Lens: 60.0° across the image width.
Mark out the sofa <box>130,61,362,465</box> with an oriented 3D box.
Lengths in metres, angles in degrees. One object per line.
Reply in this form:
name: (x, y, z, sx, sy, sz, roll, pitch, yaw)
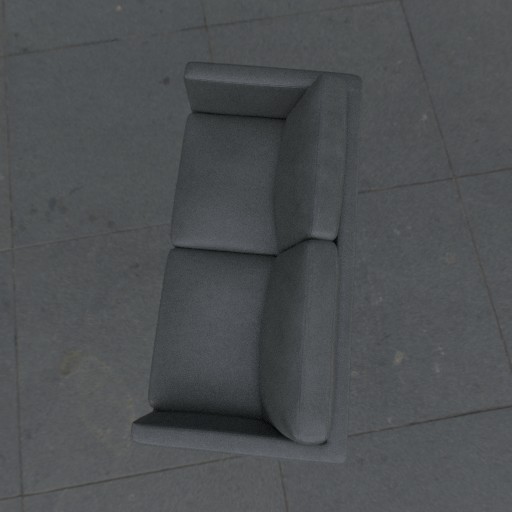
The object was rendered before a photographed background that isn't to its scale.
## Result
sofa: (0.000, 0.000, 2.352, 0.951, 0.933, 1.883, 5, 77, 1)
